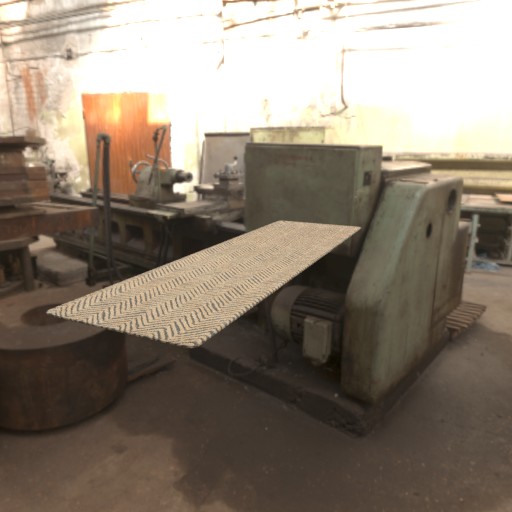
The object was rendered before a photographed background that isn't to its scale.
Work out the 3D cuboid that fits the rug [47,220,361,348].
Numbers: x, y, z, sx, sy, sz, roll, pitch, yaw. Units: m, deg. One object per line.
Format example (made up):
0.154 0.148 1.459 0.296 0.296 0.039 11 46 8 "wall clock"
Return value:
0.000 0.000 2.532 0.686 0.008 2.286 7 16 25 "rug"
